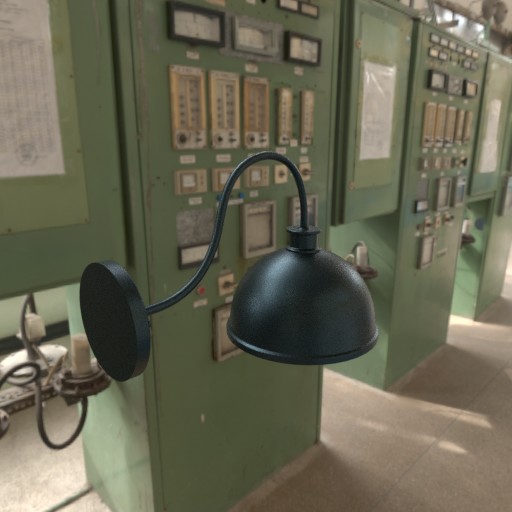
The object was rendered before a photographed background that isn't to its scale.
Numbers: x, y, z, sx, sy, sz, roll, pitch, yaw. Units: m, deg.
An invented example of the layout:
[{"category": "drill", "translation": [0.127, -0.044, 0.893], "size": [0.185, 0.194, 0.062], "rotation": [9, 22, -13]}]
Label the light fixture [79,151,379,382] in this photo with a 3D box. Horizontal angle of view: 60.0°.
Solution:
[{"category": "light fixture", "translation": [0.000, 0.000, 0.642], "size": [0.467, 0.295, 0.253], "rotation": [-14, 20, -42]}]
